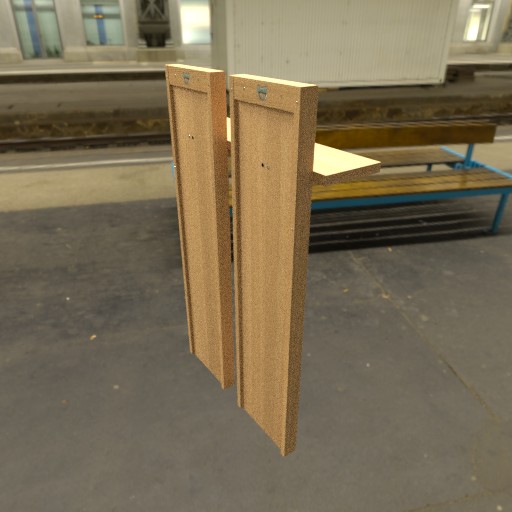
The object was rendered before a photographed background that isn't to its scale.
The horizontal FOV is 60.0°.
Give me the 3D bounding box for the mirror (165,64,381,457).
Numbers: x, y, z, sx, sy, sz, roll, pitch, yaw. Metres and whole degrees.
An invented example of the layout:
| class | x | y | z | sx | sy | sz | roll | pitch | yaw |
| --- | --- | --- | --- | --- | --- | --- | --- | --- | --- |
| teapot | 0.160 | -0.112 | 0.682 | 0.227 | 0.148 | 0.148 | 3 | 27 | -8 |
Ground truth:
| class | x | y | z | sx | sy | sz | roll | pitch | yaw |
| --- | --- | --- | --- | --- | --- | --- | --- | --- | --- |
| mirror | 0.000 | 0.000 | 1.616 | 0.260 | 1.250 | 0.800 | -19 | 33 | -31 |
